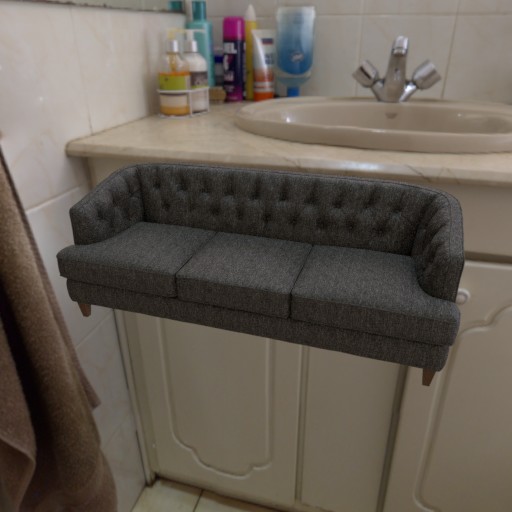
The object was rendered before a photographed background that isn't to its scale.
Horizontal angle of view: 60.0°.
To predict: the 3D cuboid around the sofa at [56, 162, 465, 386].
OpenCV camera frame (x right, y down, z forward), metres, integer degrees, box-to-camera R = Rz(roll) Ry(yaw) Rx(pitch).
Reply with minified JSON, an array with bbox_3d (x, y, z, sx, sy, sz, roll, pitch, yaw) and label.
[{"bbox_3d":[0.000,0.000,2.738,2.278,0.855,0.941,8,27,16],"label":"sofa"}]
